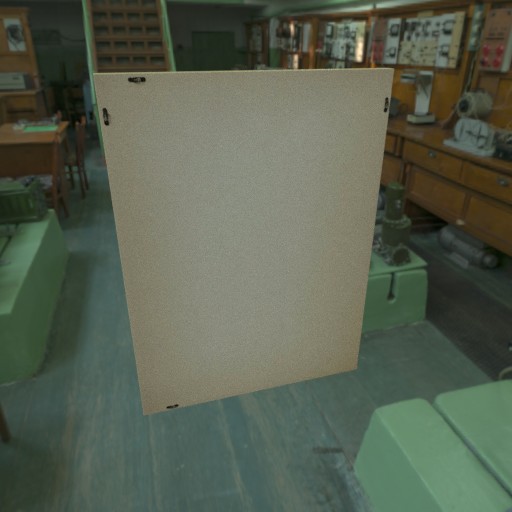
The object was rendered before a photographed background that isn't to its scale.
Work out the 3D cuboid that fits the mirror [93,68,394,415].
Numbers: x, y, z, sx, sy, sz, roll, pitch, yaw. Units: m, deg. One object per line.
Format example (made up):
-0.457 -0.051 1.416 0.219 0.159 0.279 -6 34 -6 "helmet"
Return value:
0.000 0.000 1.315 0.762 1.016 0.040 -8 27 -15 "mirror"
